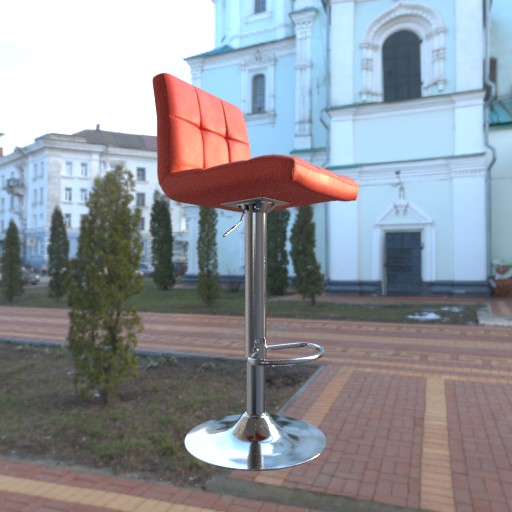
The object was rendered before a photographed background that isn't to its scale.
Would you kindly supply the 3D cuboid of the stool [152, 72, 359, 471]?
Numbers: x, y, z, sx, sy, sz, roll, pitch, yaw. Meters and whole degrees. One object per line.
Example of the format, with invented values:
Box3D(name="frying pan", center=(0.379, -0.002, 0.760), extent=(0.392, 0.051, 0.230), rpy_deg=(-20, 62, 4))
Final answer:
Box3D(name="stool", center=(0.000, 0.000, 1.353), extent=(0.505, 1.115, 0.430), rpy_deg=(-1, -1, 34))
